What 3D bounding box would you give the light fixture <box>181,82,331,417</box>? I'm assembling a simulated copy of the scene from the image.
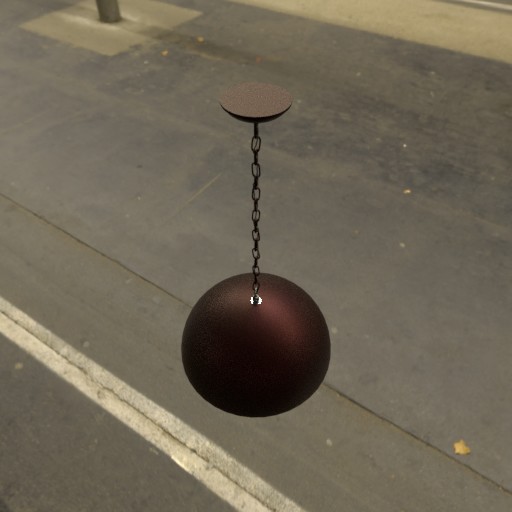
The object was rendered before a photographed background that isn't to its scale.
[{"bbox_3d":[0.000,0.000,1.162,0.492,0.869,0.492,9,47,8],"label":"light fixture"}]
